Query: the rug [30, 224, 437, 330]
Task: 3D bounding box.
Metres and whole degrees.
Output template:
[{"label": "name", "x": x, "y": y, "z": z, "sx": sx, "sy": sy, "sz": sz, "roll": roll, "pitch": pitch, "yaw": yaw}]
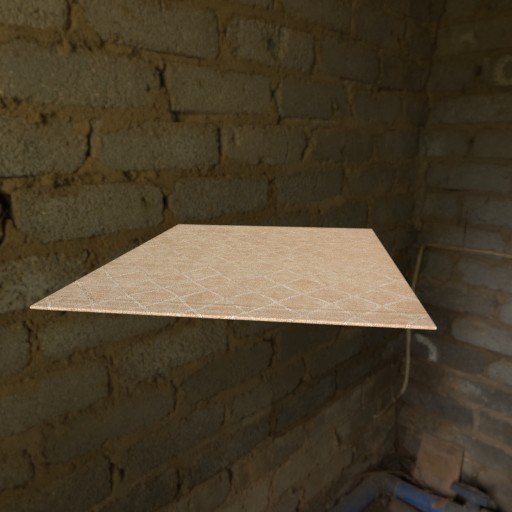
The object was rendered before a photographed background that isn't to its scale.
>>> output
[{"label": "rug", "x": 0.000, "y": 0.000, "z": 4.052, "sx": 2.420, "sy": 0.019, "sz": 3.039, "roll": 2, "pitch": 14, "yaw": 8}]
